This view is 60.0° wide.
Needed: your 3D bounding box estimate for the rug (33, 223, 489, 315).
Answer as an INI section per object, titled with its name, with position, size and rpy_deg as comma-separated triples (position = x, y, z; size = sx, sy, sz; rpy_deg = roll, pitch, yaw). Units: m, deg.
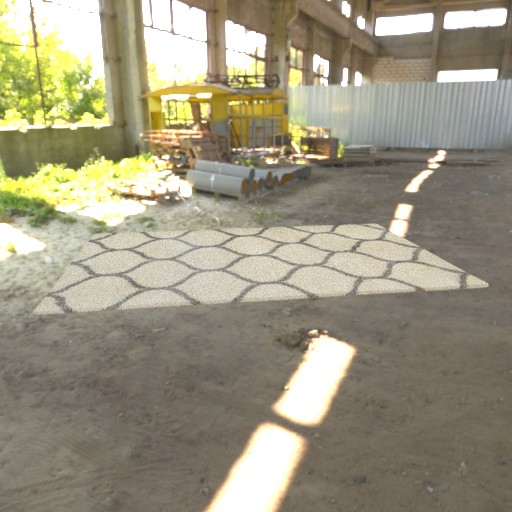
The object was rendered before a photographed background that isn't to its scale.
[rug]
position = 0.000, 0.000, 2.950
size = 2.348, 0.024, 1.501
rpy_deg = -3, 17, -8
